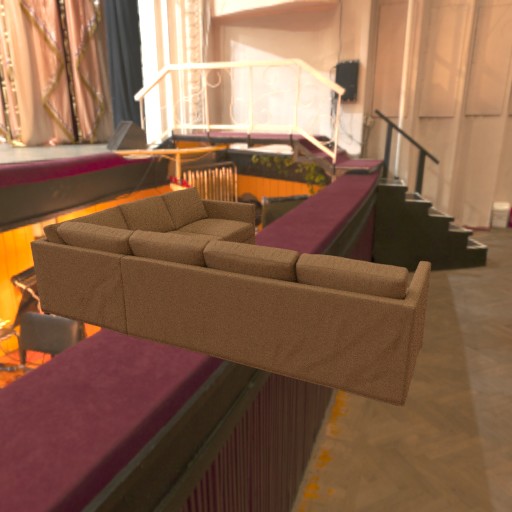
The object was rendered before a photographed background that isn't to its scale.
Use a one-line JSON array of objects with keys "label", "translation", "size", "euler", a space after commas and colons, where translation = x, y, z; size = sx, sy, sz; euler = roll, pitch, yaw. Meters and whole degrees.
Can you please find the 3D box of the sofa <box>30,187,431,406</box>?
[{"label": "sofa", "translation": [0.000, 0.000, 4.258], "size": [3.182, 0.871, 2.432], "euler": [8, 19, 24]}]
